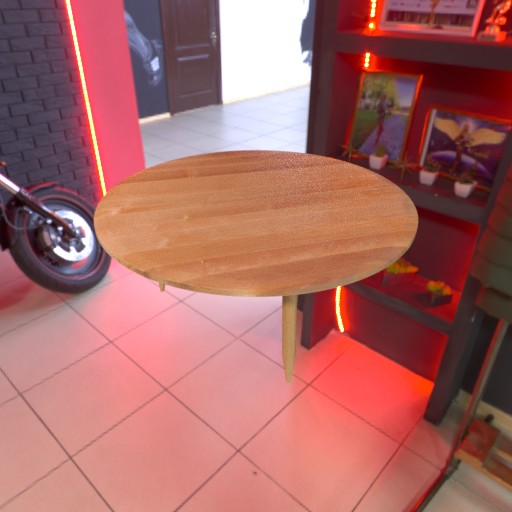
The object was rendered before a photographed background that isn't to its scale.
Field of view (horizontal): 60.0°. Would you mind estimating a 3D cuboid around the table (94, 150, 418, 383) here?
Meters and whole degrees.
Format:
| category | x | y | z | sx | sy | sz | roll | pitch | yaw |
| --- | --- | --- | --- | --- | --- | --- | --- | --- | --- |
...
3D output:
| category | x | y | z | sx | sy | sz | roll | pitch | yaw |
| --- | --- | --- | --- | --- | --- | --- | --- | --- | --- |
| table | 0.000 | 0.000 | 1.388 | 0.900 | 0.400 | 0.900 | 0 | 32 | 0 |
